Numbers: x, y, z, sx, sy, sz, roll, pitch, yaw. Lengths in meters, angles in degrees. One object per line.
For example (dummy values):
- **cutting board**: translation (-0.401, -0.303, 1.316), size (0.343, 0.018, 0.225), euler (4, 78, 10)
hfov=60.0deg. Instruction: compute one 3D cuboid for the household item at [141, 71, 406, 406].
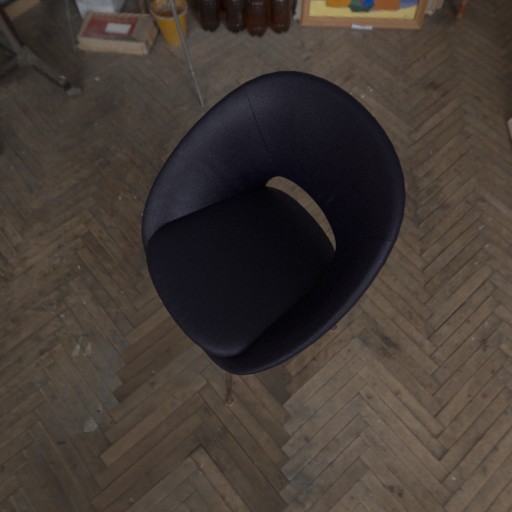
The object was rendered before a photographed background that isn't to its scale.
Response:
- **household item**: translation (0.000, 0.000, 1.252), size (0.573, 0.852, 0.623), euler (-32, 69, -14)
